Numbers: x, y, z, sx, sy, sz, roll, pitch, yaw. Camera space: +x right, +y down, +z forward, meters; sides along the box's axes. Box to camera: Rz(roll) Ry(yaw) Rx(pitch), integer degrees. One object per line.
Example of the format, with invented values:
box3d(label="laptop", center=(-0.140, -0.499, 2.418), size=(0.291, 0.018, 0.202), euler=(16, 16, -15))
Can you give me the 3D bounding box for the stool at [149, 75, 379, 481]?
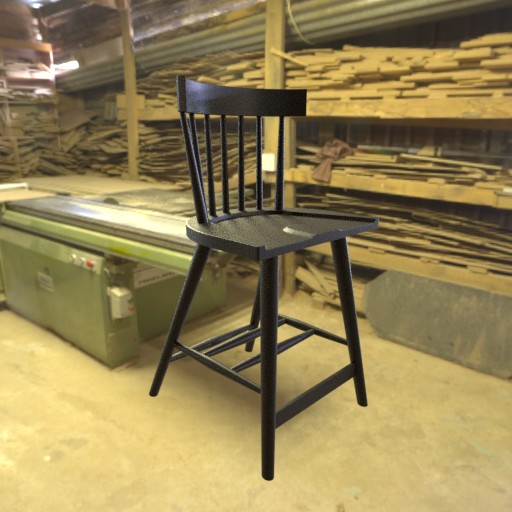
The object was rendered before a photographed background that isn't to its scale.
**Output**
box3d(label="stool", center=(0.000, 0.000, 1.300), size=(0.549, 0.953, 0.494), euler=(15, 21, 43))
